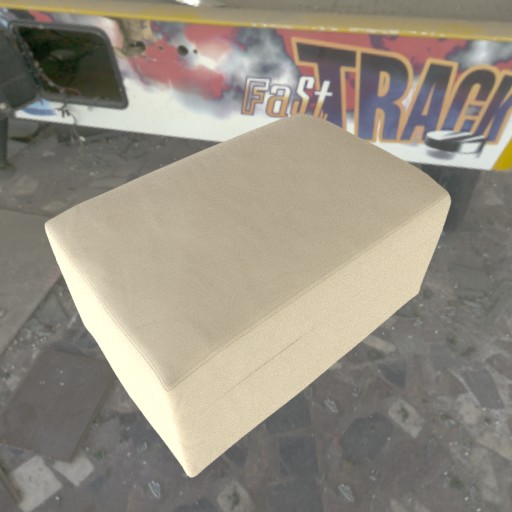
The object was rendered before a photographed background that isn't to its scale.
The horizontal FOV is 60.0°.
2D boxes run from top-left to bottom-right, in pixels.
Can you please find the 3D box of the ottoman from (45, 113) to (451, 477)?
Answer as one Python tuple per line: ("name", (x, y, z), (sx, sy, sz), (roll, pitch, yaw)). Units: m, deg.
("ottoman", (0.000, 0.000, 1.185), (0.872, 0.444, 0.590), (-31, 52, -27))
